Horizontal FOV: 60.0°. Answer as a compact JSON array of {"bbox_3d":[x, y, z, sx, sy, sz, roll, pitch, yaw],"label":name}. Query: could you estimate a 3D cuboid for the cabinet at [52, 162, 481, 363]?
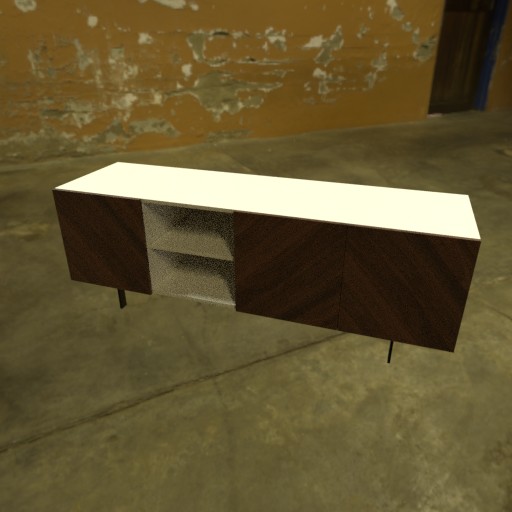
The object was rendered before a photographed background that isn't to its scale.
[{"bbox_3d":[0.000,0.000,1.777,1.499,0.533,0.431,9,28,17],"label":"cabinet"}]
